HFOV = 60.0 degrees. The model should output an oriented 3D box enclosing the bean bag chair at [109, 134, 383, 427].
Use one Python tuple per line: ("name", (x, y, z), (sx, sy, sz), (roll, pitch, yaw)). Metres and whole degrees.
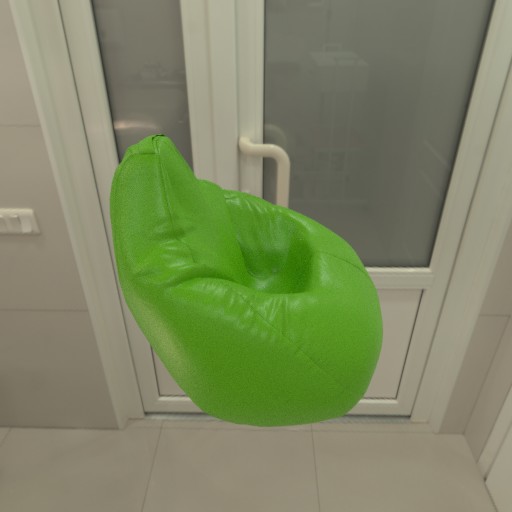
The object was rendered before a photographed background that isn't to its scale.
("bean bag chair", (0.000, 0.000, 1.832), (1.070, 0.990, 1.070), (1, 32, 1))
